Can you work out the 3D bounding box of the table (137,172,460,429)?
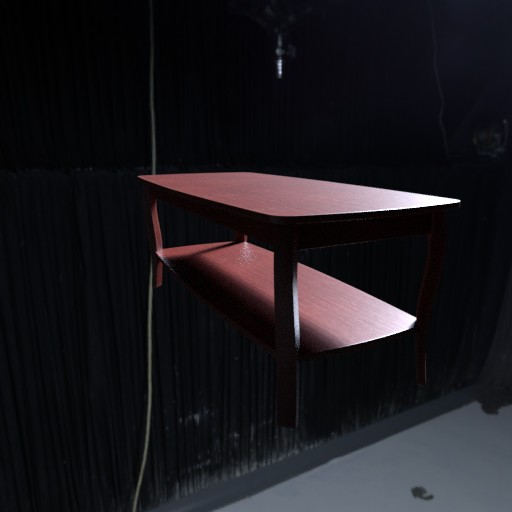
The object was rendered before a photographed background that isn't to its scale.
[{"bbox_3d":[0.000,0.000,1.489,0.561,0.473,1.216,-7,16,-26],"label":"table"}]
